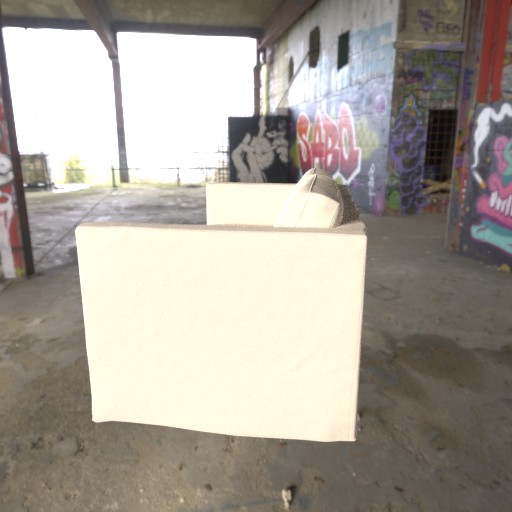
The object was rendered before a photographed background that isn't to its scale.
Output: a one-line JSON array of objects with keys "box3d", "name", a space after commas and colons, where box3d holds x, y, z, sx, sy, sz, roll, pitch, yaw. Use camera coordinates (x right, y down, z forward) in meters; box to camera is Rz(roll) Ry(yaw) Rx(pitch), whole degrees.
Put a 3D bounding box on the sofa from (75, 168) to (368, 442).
[{"box3d": [0.000, 0.000, 2.255, 0.962, 0.834, 1.746, 2, 14, 9], "name": "sofa"}]
